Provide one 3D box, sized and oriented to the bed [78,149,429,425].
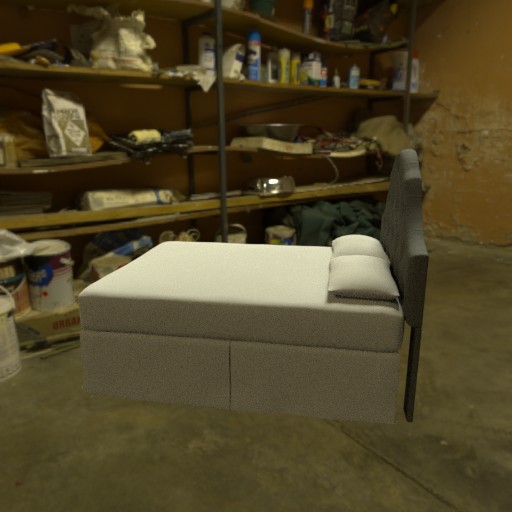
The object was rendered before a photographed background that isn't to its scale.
[{"bbox_3d":[0.000,0.000,3.348,2.155,1.575,1.636,2,15,9],"label":"bed"}]
